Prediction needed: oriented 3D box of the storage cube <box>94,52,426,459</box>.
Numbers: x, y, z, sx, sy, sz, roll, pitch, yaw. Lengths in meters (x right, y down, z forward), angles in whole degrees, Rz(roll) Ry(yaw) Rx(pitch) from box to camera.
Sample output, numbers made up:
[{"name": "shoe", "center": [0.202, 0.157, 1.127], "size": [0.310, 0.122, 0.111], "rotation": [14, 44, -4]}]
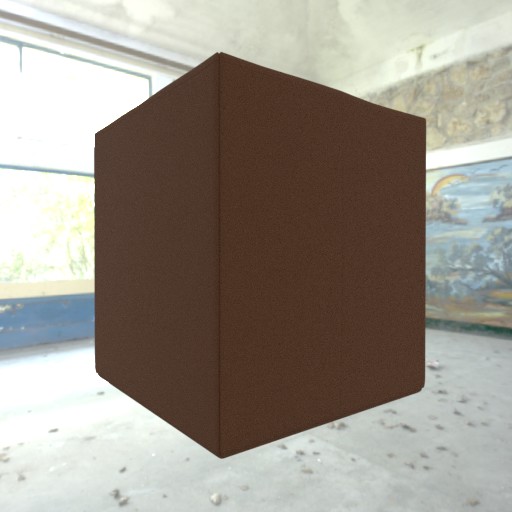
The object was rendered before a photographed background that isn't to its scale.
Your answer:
[{"name": "storage cube", "center": [0.000, 0.000, 0.485], "size": [0.270, 0.280, 0.270], "rotation": [0, 1, -38]}]
